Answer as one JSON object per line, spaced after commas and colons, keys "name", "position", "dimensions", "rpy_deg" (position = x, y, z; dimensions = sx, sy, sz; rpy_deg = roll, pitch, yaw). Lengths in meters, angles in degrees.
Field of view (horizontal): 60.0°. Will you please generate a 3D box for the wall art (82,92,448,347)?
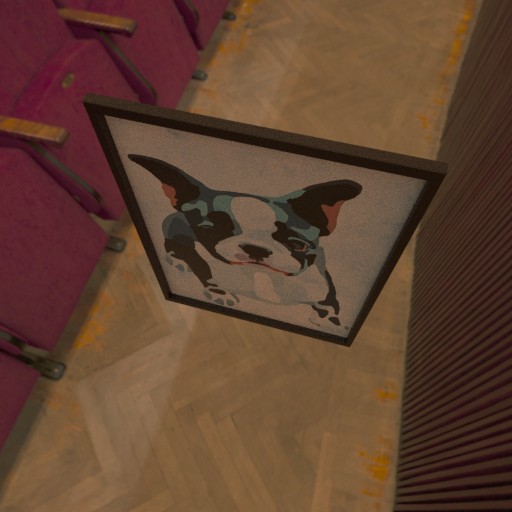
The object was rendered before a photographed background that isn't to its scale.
{"name": "wall art", "position": [0.000, 0.000, 1.358], "dimensions": [0.774, 1.027, 0.030], "rpy_deg": [13, 61, 8]}
